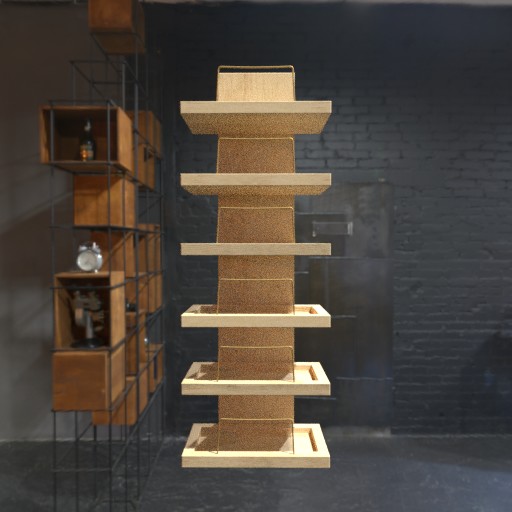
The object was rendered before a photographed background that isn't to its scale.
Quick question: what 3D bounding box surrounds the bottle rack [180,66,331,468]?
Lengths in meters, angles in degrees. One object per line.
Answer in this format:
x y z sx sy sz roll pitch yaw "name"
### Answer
0.000 0.000 1.080 0.330 0.943 0.206 0 1 0 "bottle rack"
